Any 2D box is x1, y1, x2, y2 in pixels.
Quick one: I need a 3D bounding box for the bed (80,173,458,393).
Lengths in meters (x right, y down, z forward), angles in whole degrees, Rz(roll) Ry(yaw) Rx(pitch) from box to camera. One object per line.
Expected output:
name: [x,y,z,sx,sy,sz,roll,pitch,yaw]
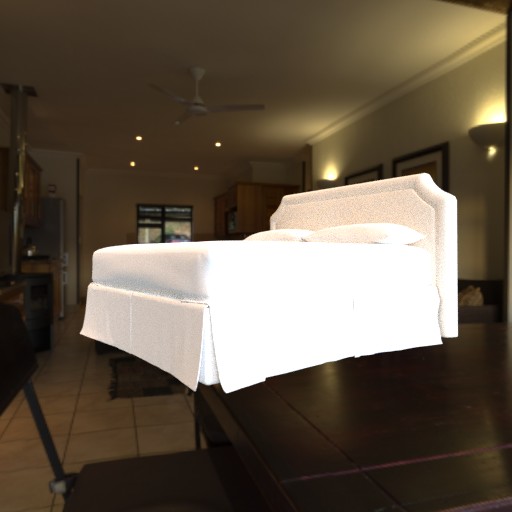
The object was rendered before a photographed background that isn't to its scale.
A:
bed: [0.000,0.000,3.535,2.204,1.301,2.160,0,0,-36]
